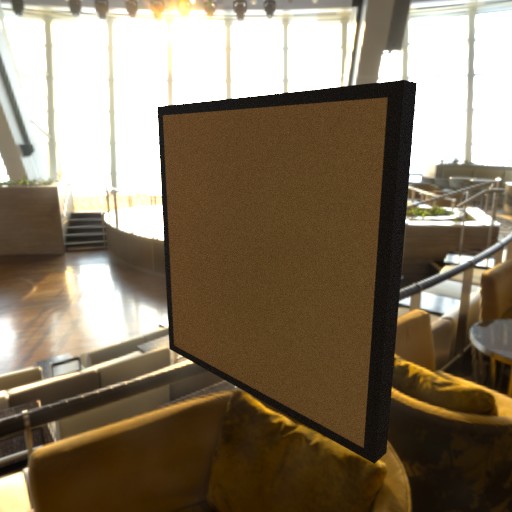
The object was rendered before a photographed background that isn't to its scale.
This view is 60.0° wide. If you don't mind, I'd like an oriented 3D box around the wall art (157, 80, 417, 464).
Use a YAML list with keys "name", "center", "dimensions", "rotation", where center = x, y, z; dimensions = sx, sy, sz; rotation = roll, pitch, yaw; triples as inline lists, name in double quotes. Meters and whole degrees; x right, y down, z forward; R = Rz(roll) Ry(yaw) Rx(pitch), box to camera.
- name: "wall art"
  center: [0.000, 0.000, 0.749]
  dimensions: [0.033, 0.507, 0.508]
  rotation: [-14, 19, -43]
